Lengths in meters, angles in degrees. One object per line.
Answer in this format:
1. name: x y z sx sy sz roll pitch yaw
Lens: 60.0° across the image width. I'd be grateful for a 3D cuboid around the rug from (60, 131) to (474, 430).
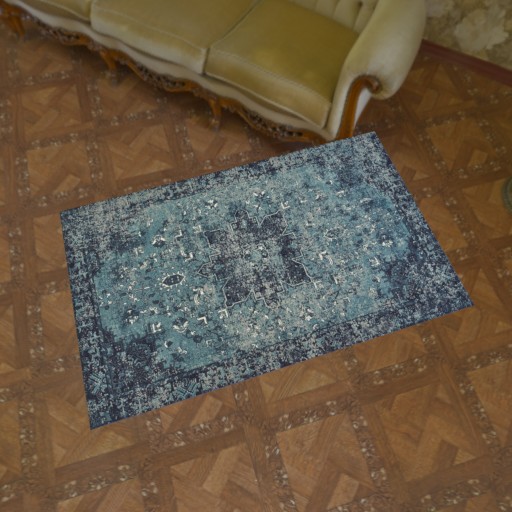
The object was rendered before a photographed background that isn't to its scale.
1. rug: 0.000 0.000 2.984 2.440 0.007 1.525 -16 64 -8
